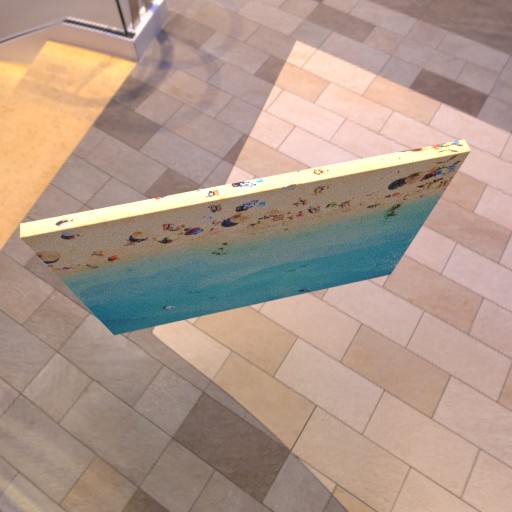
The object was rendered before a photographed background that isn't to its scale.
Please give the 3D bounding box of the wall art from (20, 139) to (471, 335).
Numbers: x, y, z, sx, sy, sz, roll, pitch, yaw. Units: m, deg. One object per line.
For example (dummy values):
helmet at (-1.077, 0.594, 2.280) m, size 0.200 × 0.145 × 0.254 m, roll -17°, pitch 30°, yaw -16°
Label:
wall art at (0.000, 0.000, 1.438) m, size 1.136 × 0.769 × 0.040 m, roll -12°, pitch 64°, yaw -6°
